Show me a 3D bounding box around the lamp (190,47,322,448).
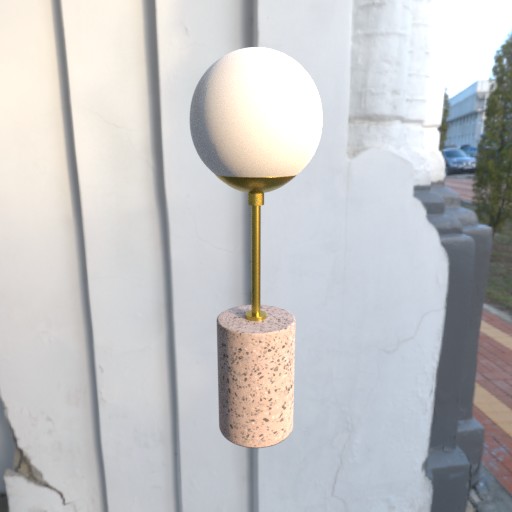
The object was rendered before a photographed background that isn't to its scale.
[{"bbox_3d":[0.000,0.000,0.556,0.153,0.480,0.153,0,14,0],"label":"lamp"}]
